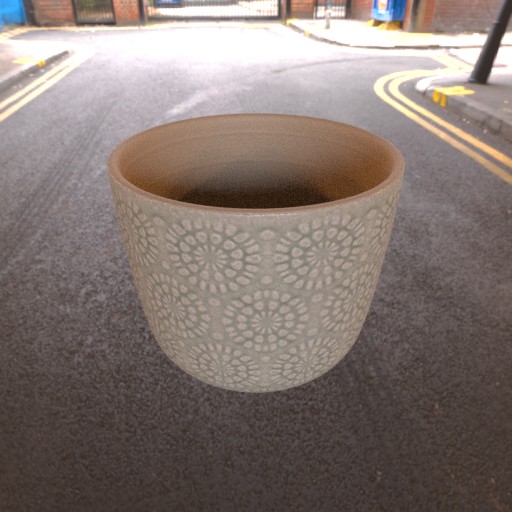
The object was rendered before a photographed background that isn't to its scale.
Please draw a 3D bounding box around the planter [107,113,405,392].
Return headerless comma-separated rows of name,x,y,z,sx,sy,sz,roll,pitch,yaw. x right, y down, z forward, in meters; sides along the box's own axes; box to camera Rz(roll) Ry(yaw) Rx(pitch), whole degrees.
planter,0.000,0.000,0.219,0.124,0.109,0.124,0,32,0
